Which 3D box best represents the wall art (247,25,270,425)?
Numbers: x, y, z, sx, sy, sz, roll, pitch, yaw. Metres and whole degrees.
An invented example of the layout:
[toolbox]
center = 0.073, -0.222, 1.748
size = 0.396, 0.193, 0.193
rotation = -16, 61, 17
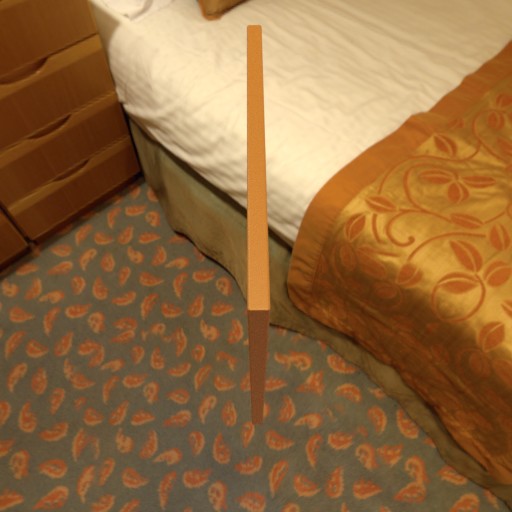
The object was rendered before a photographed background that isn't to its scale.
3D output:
[wall art]
center = 0.000, 0.000, 0.524
size = 0.015, 0.379, 0.310
rotation = -1, 59, 0
